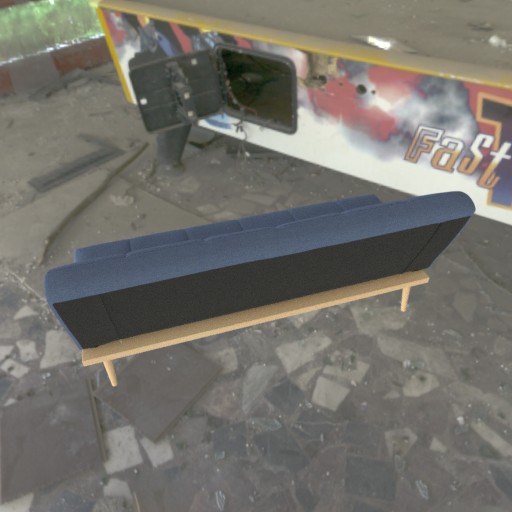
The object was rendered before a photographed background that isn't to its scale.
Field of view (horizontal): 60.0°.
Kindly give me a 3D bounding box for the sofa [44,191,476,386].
[{"bbox_3d":[0.000,0.000,2.233,1.800,0.800,0.796,-12,42,-13],"label":"sofa"}]
